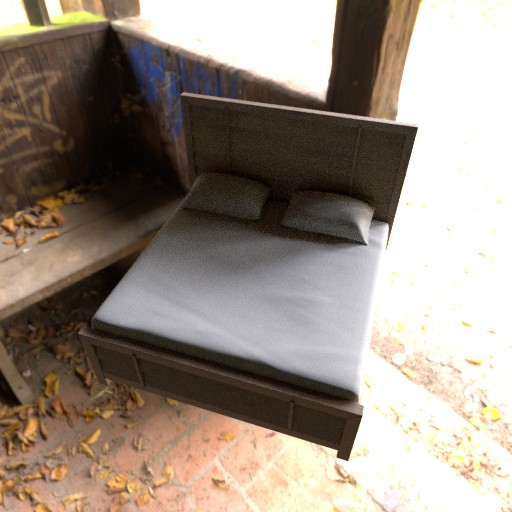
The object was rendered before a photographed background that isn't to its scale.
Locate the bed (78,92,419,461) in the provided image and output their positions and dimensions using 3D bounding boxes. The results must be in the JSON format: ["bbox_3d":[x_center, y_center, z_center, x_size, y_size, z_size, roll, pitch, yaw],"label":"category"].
[{"bbox_3d":[0.000,0.000,3.539,2.032,1.626,2.032,12,43,13],"label":"bed"}]
